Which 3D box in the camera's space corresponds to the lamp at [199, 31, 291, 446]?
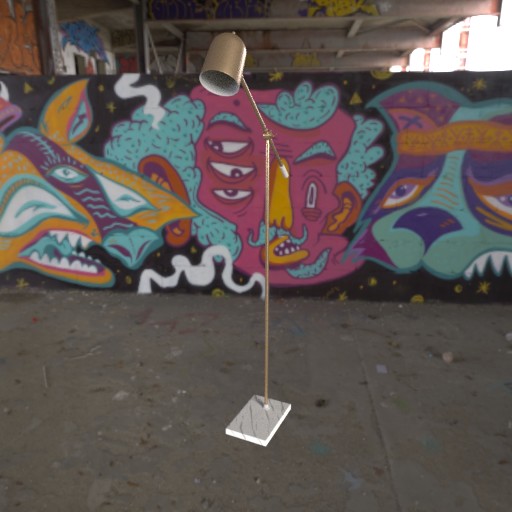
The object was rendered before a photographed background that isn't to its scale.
[{"bbox_3d":[0.000,0.000,1.799,0.194,1.594,0.653,7,17,24],"label":"lamp"}]
